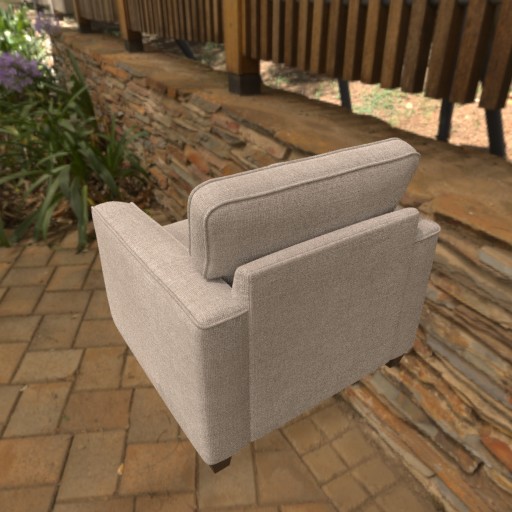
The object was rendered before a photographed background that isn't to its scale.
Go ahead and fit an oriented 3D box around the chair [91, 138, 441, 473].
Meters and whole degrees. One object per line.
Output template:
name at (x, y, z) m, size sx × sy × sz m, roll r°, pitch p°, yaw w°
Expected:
chair at (0.000, 0.000, 1.755) m, size 1.015 × 0.965 × 0.939 m, roll -19°, pitch 35°, yaw -29°
